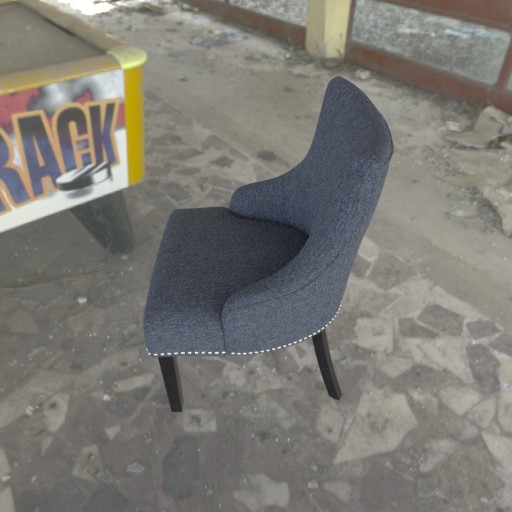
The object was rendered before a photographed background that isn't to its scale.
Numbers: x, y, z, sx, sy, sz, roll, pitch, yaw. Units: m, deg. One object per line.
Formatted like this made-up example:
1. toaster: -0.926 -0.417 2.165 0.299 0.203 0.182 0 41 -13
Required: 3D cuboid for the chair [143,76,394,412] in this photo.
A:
1. chair: 0.000 0.000 1.345 0.629 0.909 0.566 0 40 0
